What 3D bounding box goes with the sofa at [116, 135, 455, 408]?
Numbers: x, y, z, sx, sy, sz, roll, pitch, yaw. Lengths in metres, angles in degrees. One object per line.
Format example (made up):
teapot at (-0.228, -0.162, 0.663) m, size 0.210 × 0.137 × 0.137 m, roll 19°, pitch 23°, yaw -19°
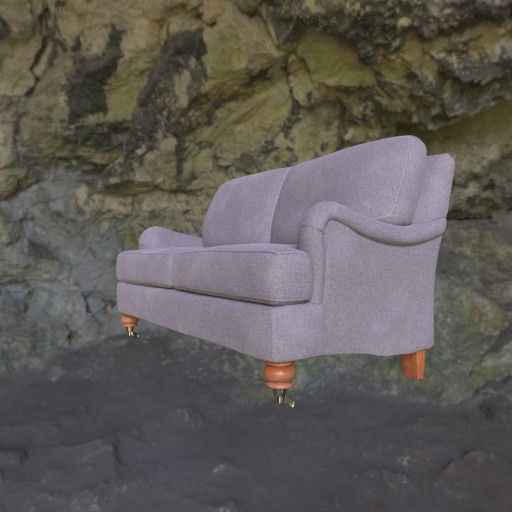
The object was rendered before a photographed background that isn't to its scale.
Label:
sofa at (0.000, 0.000, 2.514) m, size 1.084 × 1.101 × 1.853 m, roll 0°, pitch 0°, yaw -34°
